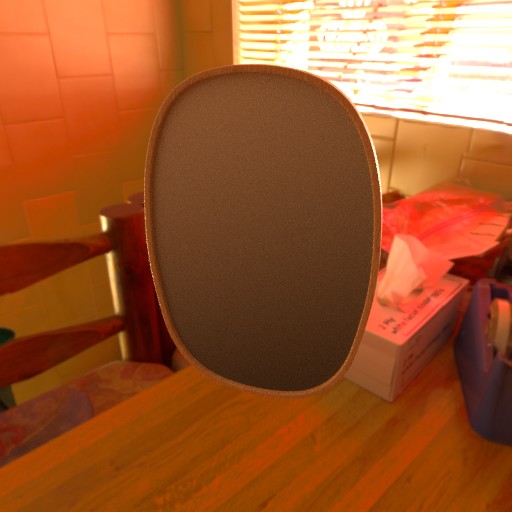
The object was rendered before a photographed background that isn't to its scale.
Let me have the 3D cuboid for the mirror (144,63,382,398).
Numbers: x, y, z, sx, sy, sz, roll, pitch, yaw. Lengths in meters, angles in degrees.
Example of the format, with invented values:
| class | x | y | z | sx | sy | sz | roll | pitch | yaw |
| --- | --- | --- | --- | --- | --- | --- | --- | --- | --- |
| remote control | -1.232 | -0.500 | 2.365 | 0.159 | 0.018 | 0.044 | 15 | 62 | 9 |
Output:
| class | x | y | z | sx | sy | sz | roll | pitch | yaw |
| --- | --- | --- | --- | --- | --- | --- | --- | --- | --- |
| mirror | 0.000 | 0.000 | 1.350 | 0.724 | 1.075 | 0.037 | 8 | 27 | 15 |
